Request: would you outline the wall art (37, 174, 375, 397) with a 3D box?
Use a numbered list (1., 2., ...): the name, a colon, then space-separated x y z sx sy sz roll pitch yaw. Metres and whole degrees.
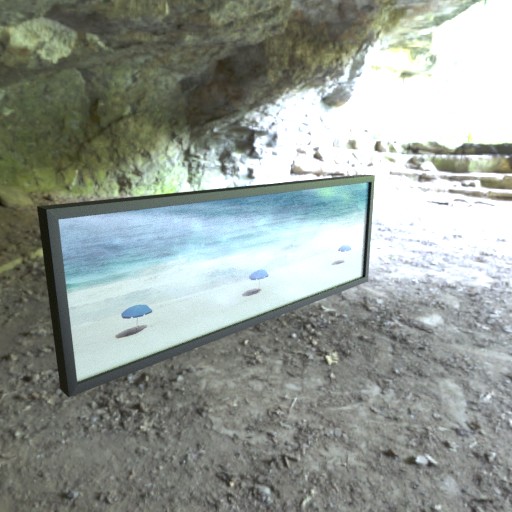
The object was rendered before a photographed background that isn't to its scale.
1. wall art: 0.000 0.000 0.968 0.860 0.303 0.037 -14 20 -42
